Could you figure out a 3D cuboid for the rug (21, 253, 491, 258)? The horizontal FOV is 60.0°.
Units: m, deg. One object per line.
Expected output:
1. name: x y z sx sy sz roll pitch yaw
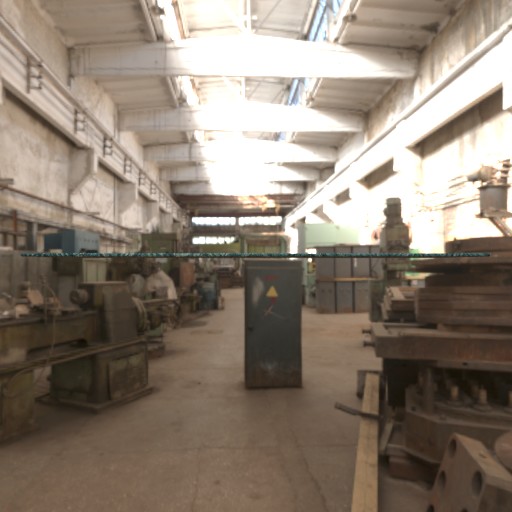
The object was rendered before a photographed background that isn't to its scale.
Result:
1. rug: 0.000 0.000 2.487 2.286 0.016 0.676 0 -1 0
